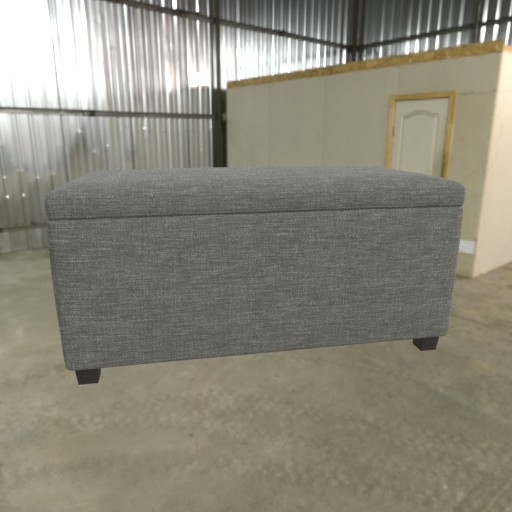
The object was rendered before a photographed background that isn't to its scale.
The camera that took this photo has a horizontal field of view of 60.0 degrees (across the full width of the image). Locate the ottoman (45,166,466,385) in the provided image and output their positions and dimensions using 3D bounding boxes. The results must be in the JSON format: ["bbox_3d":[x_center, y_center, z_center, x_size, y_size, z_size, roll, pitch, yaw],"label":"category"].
[{"bbox_3d":[0.000,0.000,1.135,0.902,0.432,0.419,-3,16,-10],"label":"ottoman"}]
